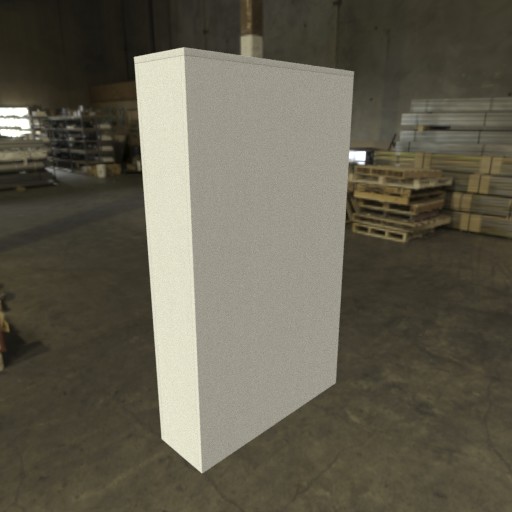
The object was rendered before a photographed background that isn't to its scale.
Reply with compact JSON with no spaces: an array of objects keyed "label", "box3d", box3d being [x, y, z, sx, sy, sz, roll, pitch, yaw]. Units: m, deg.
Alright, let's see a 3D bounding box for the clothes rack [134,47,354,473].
[{"label":"clothes rack","box3d":[0.000,0.000,1.610,0.750,1.280,0.250,-16,23,-43]}]
